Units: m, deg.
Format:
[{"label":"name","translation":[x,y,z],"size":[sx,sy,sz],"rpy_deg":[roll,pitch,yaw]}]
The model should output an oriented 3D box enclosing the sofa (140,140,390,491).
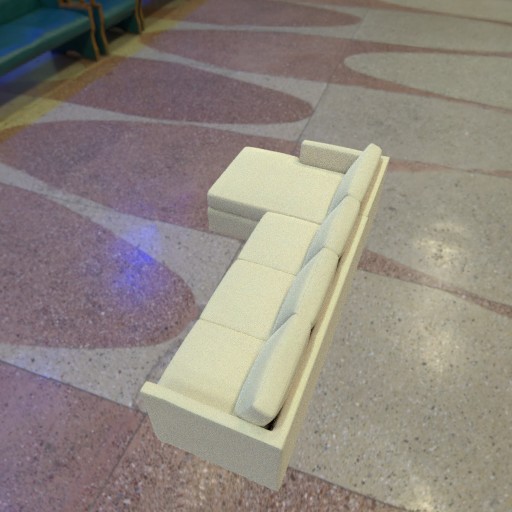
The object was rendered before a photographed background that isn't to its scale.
[{"label":"sofa","translation":[0.000,0.000,3.878],"size":[1.650,0.922,3.205],"rpy_deg":[16,47,16]}]
